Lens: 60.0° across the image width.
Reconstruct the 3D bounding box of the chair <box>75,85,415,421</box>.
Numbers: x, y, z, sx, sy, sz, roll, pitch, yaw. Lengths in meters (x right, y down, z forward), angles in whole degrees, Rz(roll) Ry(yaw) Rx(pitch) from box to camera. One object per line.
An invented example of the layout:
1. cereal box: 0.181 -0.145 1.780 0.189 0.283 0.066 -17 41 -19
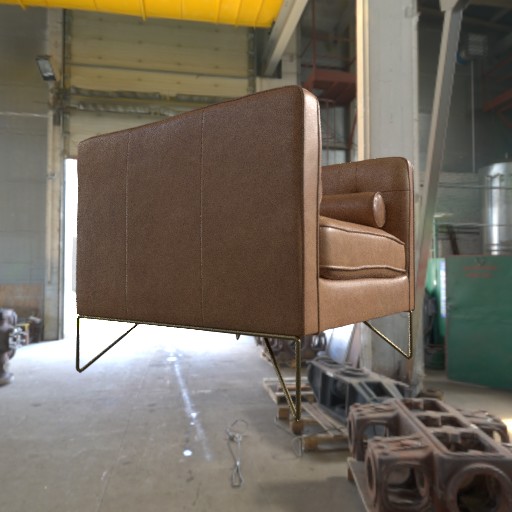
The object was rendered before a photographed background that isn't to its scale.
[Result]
1. chair: 0.000 0.000 1.626 0.912 0.797 0.920 -1 -2 35
